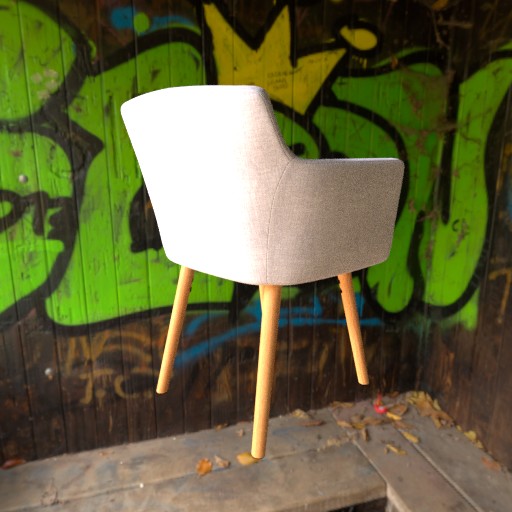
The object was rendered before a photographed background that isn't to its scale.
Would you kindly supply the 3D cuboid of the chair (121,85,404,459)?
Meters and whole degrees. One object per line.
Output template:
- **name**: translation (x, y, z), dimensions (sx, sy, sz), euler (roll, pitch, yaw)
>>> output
- **chair**: translation (0.000, 0.000, 1.150), dimensions (0.570, 0.780, 0.540), euler (13, 19, 43)
